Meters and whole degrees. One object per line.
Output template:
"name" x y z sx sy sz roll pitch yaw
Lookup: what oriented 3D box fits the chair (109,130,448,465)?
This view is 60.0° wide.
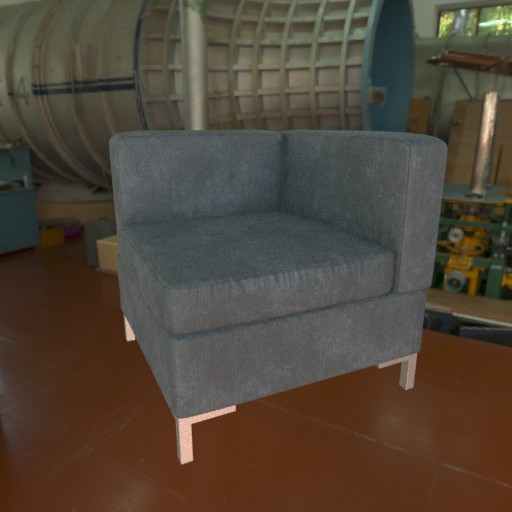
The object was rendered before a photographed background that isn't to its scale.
"chair" 0.000 0.000 1.218 0.680 0.660 0.680 -8 18 -25
